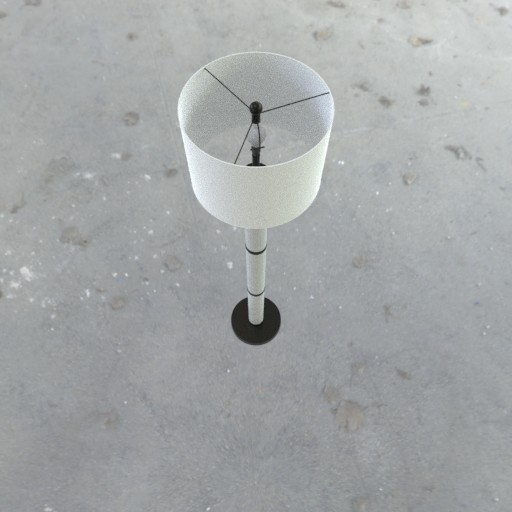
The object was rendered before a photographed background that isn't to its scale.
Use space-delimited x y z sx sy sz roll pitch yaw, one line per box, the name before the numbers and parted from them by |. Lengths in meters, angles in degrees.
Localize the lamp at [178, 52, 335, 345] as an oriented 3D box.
lamp | 0.000 0.000 1.766 0.377 1.599 0.377 -13 64 -7
